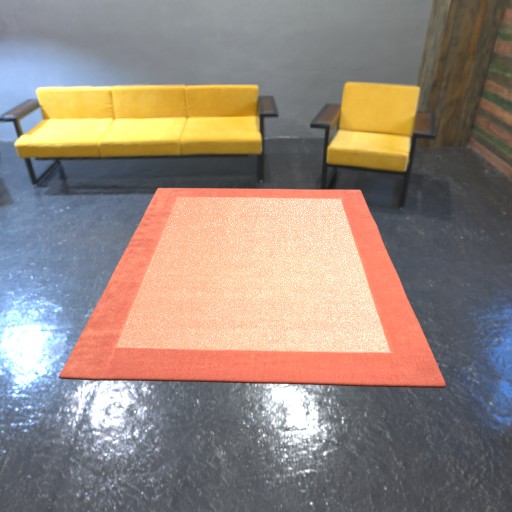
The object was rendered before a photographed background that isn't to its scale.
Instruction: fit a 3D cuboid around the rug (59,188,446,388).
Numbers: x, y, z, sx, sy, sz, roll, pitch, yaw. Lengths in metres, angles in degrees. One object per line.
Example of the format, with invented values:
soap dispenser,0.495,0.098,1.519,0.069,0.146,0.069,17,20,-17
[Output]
rug,0.000,0.000,4.011,2.430,0.018,2.976,1,32,1
